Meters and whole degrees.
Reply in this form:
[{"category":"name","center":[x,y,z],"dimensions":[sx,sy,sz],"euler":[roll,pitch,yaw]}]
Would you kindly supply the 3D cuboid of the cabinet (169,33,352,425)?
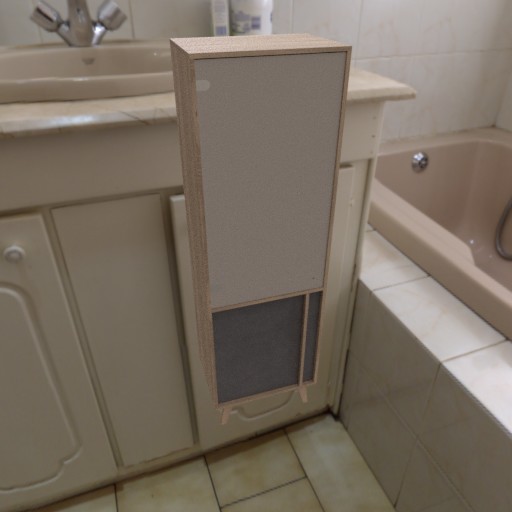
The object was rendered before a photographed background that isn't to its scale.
[{"category":"cabinet","center":[0.000,0.000,2.114],"dimensions":[0.570,1.850,0.400],"euler":[-10,34,-15]}]
